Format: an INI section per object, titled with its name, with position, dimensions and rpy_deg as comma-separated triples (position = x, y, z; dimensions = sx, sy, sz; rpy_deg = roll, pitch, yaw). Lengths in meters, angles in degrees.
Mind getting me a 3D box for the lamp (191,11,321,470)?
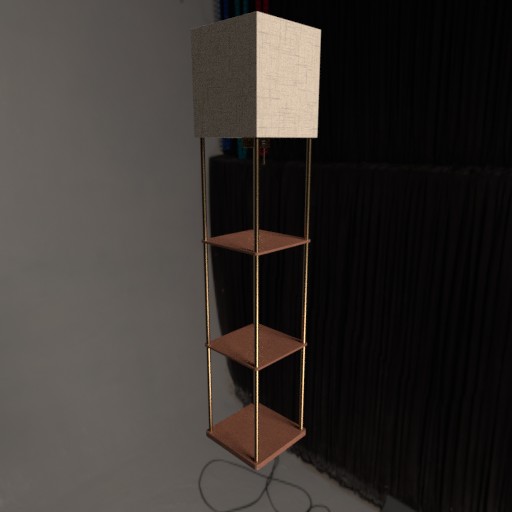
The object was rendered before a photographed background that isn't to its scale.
[lamp]
position = 0.000, 0.000, 1.684
dimensions = 0.308, 1.569, 0.310
rpy_deg = 14, 20, 42
